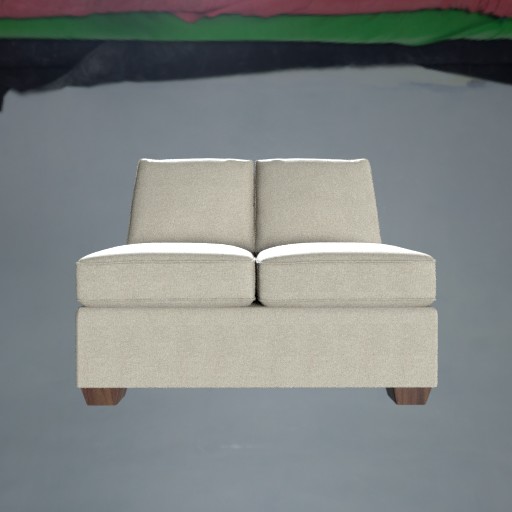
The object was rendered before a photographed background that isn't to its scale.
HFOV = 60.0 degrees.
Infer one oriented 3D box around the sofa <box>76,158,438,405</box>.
[{"bbox_3d":[0.000,0.000,1.931,1.232,1.006,0.978,0,0,0],"label":"sofa"}]
